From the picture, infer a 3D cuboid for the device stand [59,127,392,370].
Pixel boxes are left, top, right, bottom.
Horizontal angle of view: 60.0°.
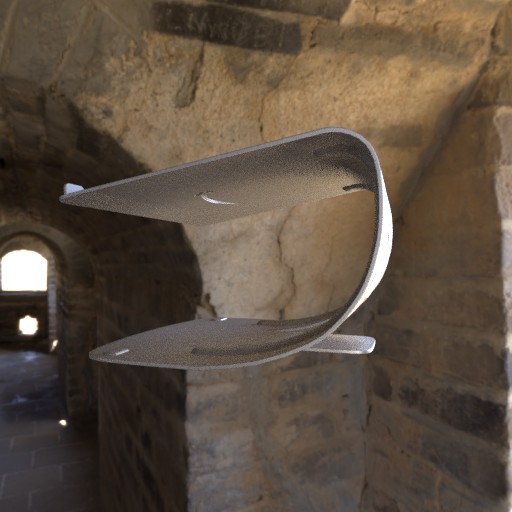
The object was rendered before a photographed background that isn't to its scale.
[{"bbox_3d":[0.000,0.000,0.410,0.236,0.155,0.256,0,-1,18],"label":"device stand"}]
